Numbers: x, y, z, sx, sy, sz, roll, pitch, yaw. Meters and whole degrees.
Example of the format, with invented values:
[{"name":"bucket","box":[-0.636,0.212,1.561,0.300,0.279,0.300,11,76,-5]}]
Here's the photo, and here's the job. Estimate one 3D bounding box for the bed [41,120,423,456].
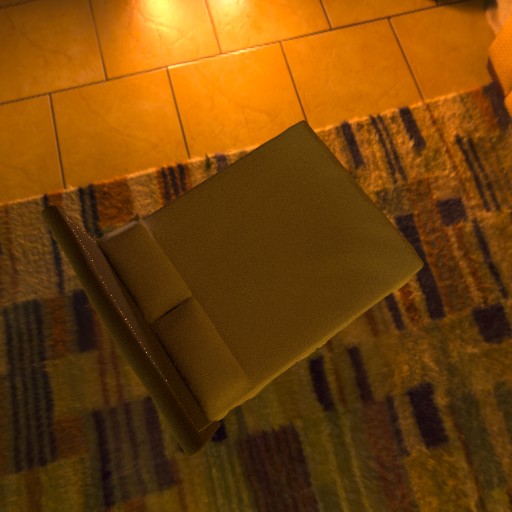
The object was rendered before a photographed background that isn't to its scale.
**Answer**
[{"name":"bed","box":[0.000,0.000,3.200,2.036,1.387,1.666,-34,77,-9]}]
